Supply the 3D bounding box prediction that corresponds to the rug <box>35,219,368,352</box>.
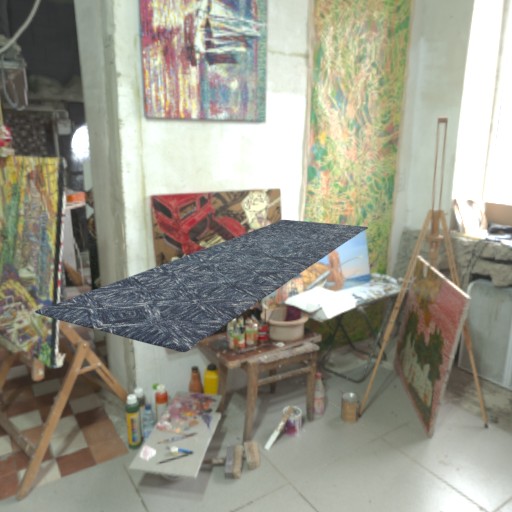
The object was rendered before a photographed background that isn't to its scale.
[{"bbox_3d":[0.000,0.000,2.517,0.719,0.013,2.306,8,16,27],"label":"rug"}]
